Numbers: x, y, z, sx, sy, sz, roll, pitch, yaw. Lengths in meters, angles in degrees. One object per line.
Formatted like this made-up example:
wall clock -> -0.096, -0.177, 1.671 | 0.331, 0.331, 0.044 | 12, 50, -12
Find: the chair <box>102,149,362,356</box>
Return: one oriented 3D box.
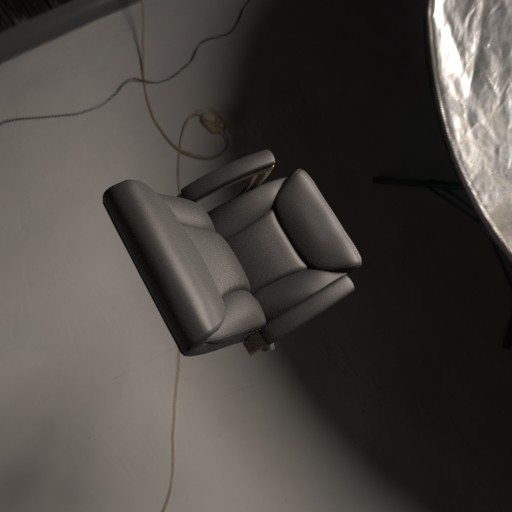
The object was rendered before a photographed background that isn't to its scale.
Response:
chair -> 0.000, 0.000, 1.707 | 0.748, 1.188, 0.694 | -29, 79, -6
